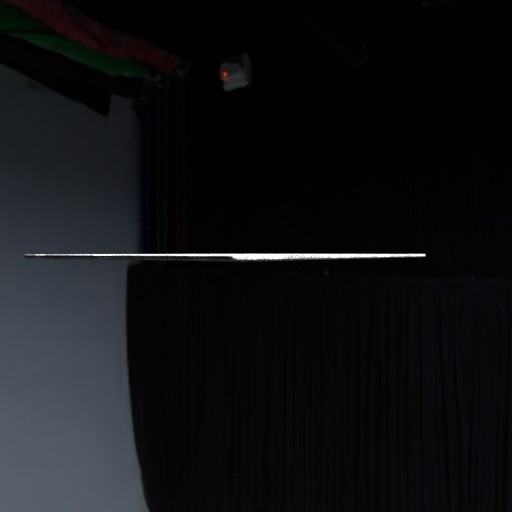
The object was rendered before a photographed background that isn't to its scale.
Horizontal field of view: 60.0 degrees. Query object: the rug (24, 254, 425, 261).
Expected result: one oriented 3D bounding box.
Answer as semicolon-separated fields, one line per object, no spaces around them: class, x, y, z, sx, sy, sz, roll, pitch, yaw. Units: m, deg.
rug;0.000;0.000;3.441;1.801;0.026;2.701;0;0;37
